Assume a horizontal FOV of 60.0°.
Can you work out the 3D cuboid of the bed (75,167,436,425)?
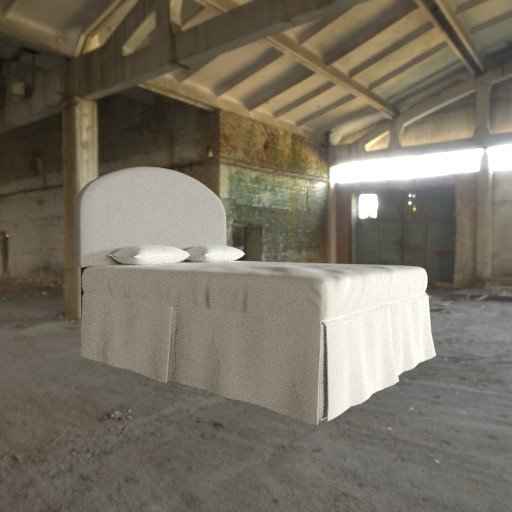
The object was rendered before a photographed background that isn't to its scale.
[{"bbox_3d":[0.000,0.000,3.075,2.005,1.410,1.607,1,2,37],"label":"bed"}]
